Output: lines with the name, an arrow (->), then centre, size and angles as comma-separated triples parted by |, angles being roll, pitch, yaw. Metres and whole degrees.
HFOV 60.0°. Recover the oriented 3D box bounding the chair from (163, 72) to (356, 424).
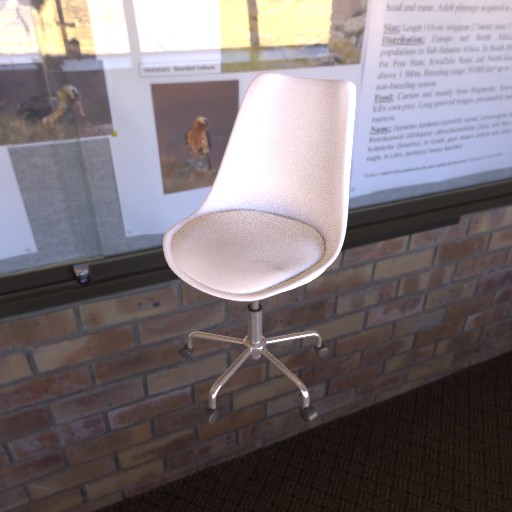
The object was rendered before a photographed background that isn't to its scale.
chair -> 0.000, 0.000, 1.302 | 0.550, 0.930, 0.550 | 20, 36, 29
